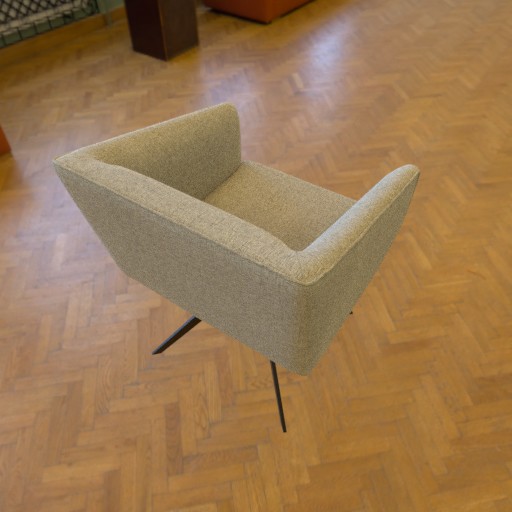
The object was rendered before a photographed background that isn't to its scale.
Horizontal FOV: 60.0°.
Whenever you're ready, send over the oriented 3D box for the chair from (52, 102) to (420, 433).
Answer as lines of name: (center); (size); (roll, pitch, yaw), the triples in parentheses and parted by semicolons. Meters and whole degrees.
chair: (0.000, 0.000, 1.236); (0.628, 0.760, 0.623); (26, 52, 23)
